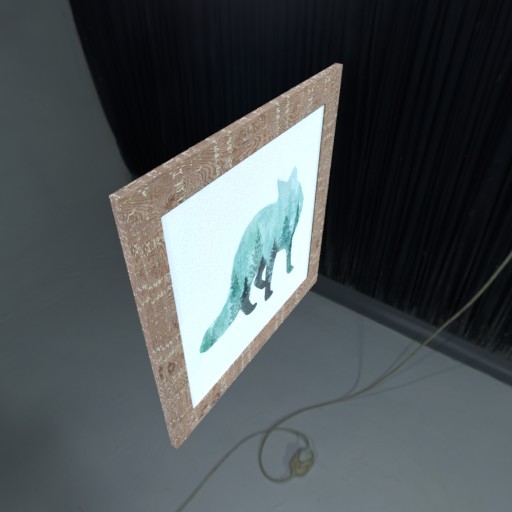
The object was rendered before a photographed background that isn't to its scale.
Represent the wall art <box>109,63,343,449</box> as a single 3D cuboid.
[{"bbox_3d":[0.000,0.000,0.577,0.012,0.384,0.384,23,46,25],"label":"wall art"}]
